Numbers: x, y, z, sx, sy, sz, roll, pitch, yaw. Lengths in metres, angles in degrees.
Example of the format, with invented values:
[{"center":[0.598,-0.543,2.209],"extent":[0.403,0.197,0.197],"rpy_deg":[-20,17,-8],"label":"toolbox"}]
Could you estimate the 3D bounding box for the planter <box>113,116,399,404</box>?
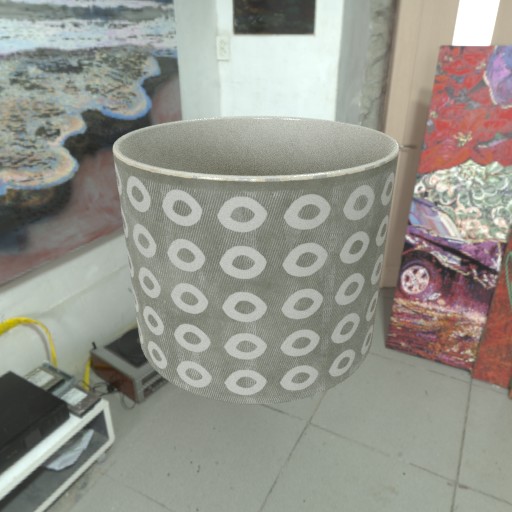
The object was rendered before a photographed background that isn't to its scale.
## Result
[{"center":[0.000,0.000,0.455],"extent":[0.250,0.239,0.250],"rpy_deg":[0,26,0],"label":"planter"}]
